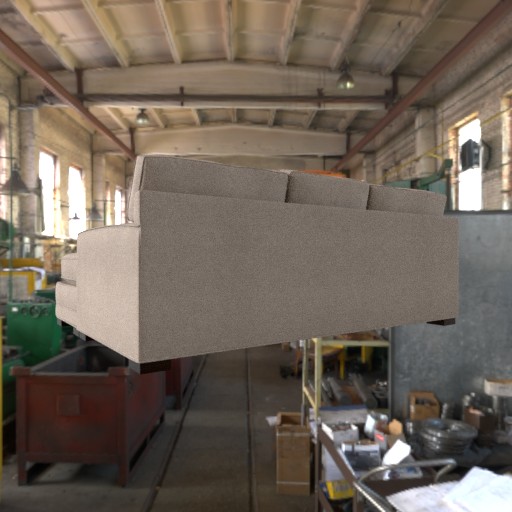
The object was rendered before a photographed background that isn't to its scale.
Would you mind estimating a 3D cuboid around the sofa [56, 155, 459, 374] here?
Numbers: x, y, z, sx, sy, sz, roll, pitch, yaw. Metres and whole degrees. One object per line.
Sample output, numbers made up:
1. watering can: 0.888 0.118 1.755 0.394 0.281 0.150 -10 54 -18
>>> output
1. sofa: 0.000 0.000 2.800 2.087 0.861 1.496 0 0 -35
